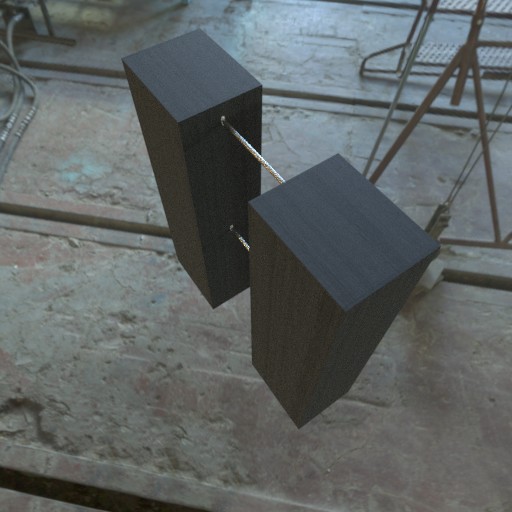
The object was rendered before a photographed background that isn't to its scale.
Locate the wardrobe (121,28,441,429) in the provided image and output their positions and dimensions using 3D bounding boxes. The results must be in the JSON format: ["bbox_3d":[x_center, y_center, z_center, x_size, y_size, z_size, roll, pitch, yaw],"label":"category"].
[{"bbox_3d":[0.000,0.000,2.843,0.480,2.000,1.770,-31,63,-18],"label":"wardrobe"}]
